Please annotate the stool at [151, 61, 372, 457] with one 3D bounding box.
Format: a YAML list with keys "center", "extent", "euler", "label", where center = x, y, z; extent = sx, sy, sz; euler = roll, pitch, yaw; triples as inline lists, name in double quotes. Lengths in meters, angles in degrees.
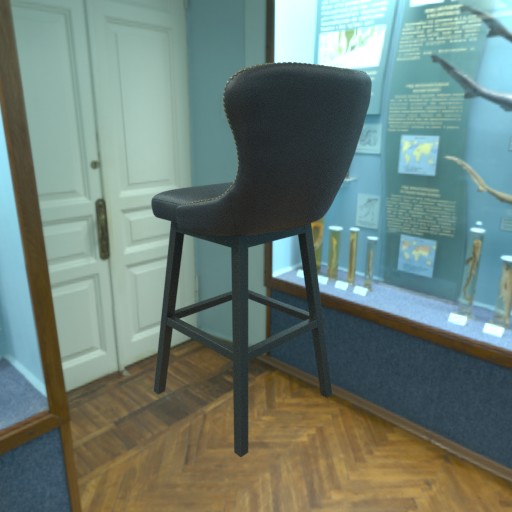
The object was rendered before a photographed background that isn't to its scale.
- center: [0.000, 0.000, 1.384]
  extent: [0.528, 1.050, 0.601]
  euler: [-16, 23, -42]
  label: "stool"
